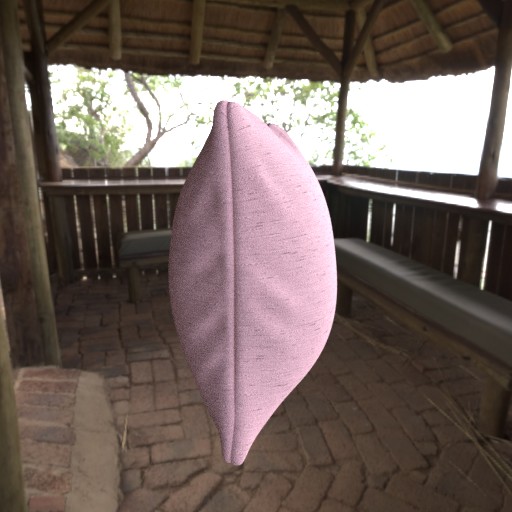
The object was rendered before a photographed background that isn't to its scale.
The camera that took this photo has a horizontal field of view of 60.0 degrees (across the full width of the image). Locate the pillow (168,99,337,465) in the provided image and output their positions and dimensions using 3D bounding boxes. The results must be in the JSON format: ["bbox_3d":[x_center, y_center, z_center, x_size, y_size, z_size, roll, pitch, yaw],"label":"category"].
[{"bbox_3d":[0.000,0.000,0.679,0.246,0.415,0.432,2,14,8],"label":"pillow"}]
